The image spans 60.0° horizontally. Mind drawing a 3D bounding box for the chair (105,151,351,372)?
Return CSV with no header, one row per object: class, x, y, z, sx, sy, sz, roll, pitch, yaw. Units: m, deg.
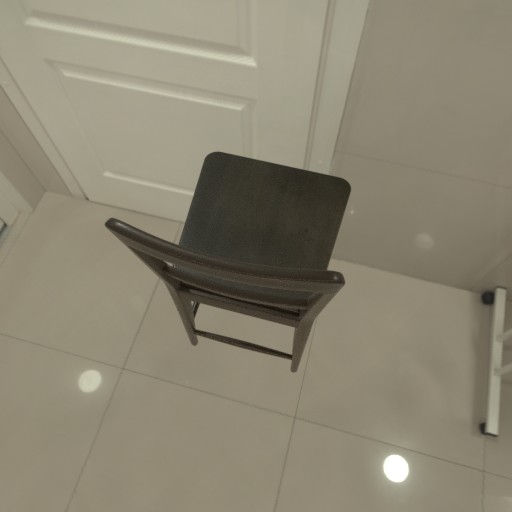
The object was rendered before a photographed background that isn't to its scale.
chair,0.000,0.000,1.302,0.450,0.991,0.546,14,64,7
